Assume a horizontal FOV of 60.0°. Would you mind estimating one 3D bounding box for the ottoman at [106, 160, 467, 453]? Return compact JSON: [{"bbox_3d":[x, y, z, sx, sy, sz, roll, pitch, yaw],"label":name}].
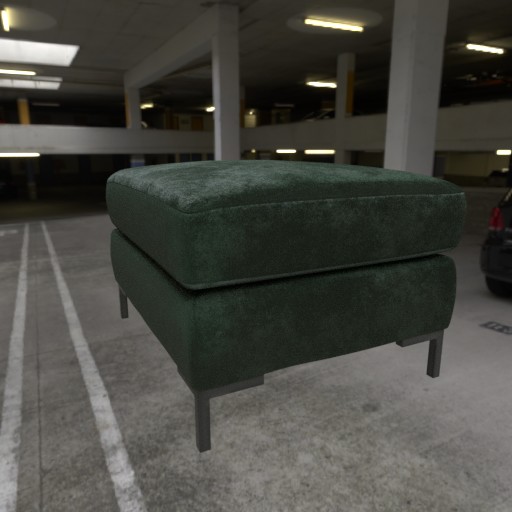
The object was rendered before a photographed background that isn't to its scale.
[{"bbox_3d":[0.000,0.000,1.281,0.701,0.538,0.839,-7,15,-26],"label":"ottoman"}]
